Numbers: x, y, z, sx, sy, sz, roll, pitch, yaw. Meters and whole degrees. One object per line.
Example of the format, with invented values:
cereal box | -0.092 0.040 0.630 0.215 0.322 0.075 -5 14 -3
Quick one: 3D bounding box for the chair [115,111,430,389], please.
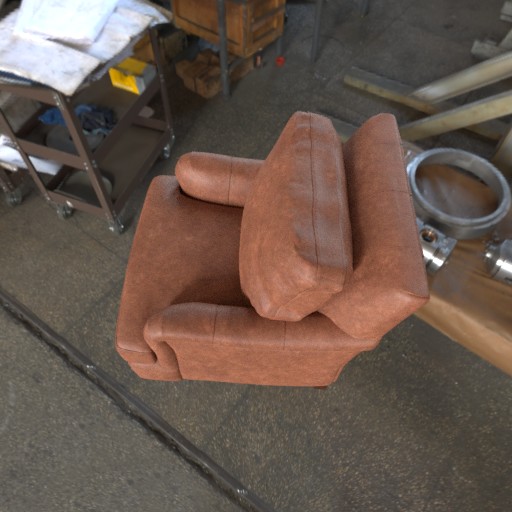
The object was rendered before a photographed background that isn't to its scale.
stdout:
chair | 0.000 0.000 2.024 1.158 1.055 0.986 2 57 1
